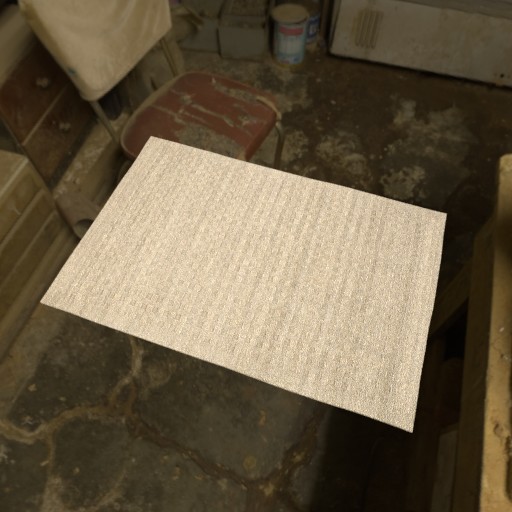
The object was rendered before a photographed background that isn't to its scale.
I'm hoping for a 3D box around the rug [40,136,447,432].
[{"bbox_3d":[0.000,0.000,2.916,2.297,0.018,1.532,17,60,10],"label":"rug"}]
